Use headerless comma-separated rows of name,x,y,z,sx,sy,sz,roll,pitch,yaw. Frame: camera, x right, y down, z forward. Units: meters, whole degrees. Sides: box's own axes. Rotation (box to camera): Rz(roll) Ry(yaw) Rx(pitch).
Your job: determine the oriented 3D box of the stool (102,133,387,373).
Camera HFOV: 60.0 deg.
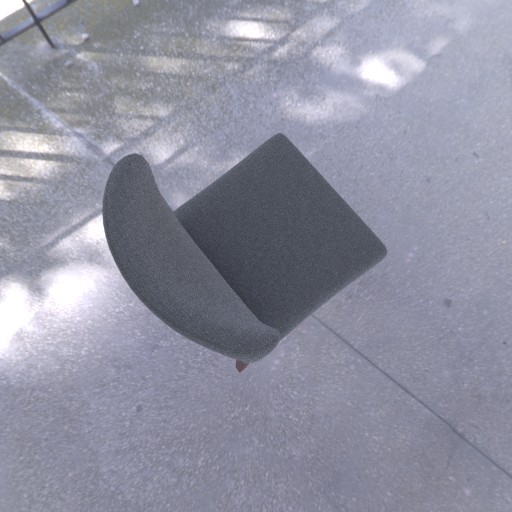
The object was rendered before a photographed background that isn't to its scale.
stool,0.000,0.000,1.281,0.568,0.968,0.479,-38,79,-9
